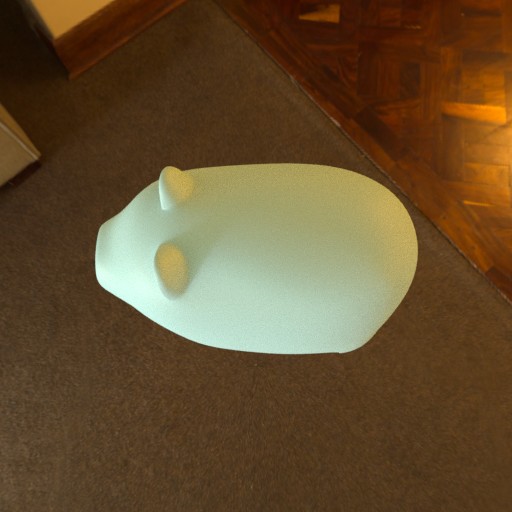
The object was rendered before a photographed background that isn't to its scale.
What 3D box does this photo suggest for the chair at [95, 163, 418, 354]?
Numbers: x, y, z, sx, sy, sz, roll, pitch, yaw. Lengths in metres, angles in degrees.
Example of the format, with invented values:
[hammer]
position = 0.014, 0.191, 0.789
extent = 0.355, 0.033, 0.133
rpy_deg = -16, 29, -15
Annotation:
[chair]
position = 0.000, 0.000, 0.862
extent = 0.619, 0.423, 0.364
rpy_deg = 1, 76, 0
